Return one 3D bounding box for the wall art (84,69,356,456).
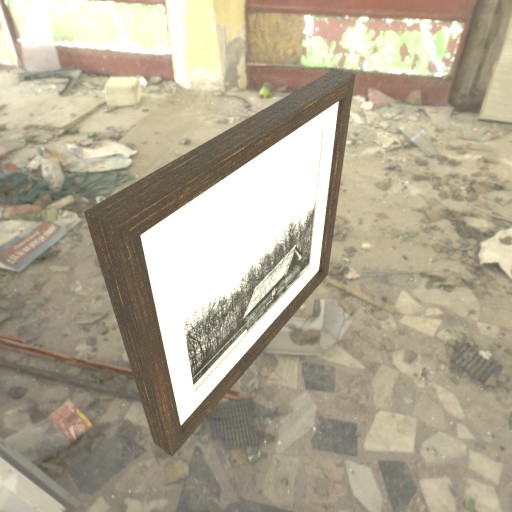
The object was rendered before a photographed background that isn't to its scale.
[{"bbox_3d":[0.000,0.000,0.533,0.031,0.330,0.381,24,46,26],"label":"wall art"}]
